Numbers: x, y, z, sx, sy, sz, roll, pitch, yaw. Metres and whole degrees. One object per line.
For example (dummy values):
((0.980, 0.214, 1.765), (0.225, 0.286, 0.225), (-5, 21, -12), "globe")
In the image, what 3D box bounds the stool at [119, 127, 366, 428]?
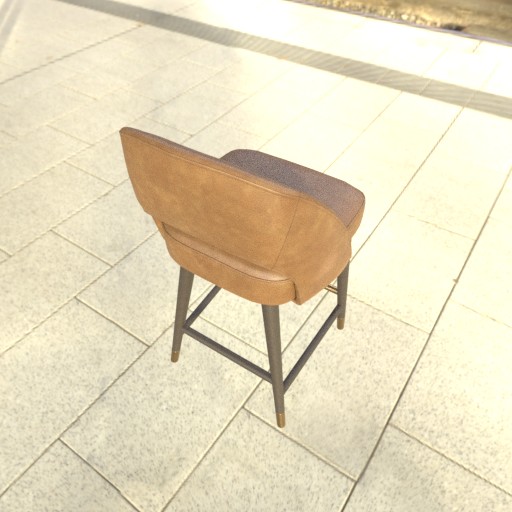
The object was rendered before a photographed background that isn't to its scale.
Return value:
((0.000, 0.000, 1.229), (0.494, 0.940, 0.509), (24, 51, 22), "stool")
